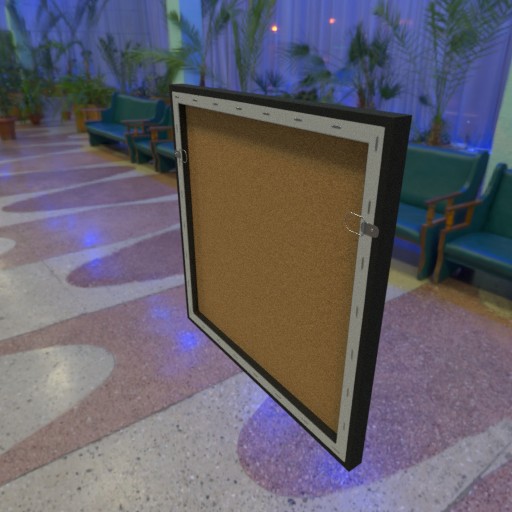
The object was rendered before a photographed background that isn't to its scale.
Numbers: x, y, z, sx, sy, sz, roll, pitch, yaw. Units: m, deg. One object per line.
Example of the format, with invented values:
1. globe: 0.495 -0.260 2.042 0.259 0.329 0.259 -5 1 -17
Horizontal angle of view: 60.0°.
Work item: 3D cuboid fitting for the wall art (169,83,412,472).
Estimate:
1. wall art: 0.000 0.000 1.107 0.044 0.758 0.758 -17 30 -32
